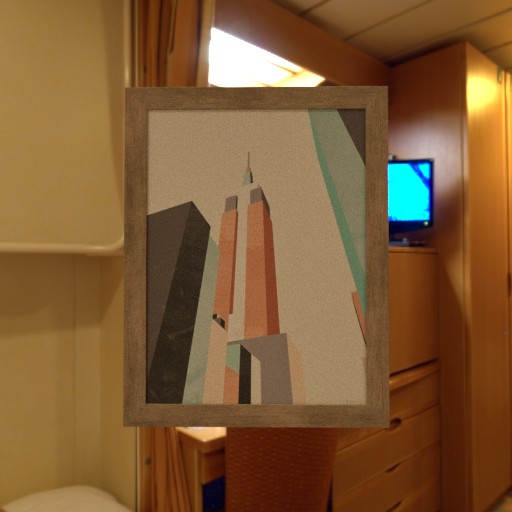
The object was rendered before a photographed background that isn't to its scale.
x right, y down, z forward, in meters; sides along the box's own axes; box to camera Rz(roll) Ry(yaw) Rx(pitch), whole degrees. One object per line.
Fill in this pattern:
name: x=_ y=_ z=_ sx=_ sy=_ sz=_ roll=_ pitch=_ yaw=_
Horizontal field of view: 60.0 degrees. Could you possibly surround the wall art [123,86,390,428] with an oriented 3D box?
wall art: x=0.000 y=0.000 z=0.901 sx=0.534 sy=0.686 sz=0.018 roll=0 pitch=-1 yaw=1
